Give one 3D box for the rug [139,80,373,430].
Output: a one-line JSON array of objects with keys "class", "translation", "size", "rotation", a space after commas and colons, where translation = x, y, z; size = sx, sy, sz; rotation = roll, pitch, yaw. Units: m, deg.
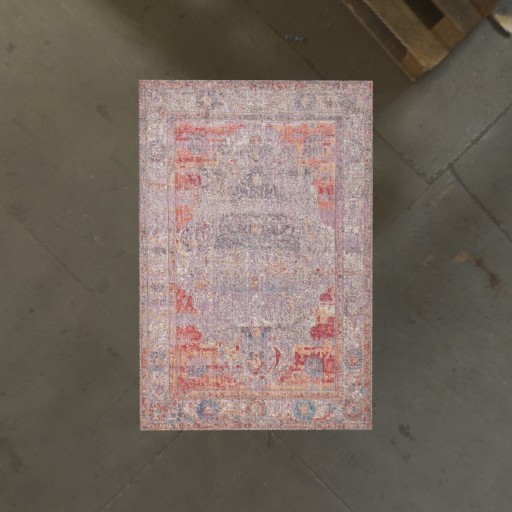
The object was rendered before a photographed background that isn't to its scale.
[{"class": "rug", "translation": [0.000, 0.000, 2.318], "size": [1.219, 0.005, 1.829], "rotation": [0, 91, -1]}]
